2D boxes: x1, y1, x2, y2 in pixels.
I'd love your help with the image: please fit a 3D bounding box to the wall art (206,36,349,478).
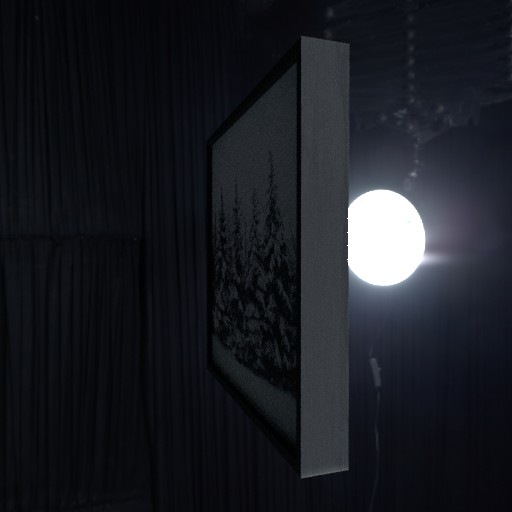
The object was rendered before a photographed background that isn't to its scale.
[{"bbox_3d":[0.000,0.000,0.456,0.037,0.305,0.305,0,1,-19],"label":"wall art"}]
